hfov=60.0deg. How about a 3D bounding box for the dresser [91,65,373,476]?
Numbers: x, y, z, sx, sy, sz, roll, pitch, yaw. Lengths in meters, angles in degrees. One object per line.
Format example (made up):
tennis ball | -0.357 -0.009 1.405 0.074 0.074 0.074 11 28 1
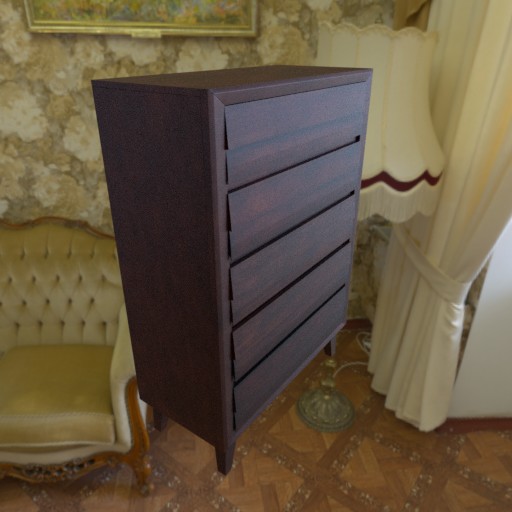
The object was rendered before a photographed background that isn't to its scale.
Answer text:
dresser | 0.000 0.000 1.982 0.506 1.514 1.072 18 31 32
